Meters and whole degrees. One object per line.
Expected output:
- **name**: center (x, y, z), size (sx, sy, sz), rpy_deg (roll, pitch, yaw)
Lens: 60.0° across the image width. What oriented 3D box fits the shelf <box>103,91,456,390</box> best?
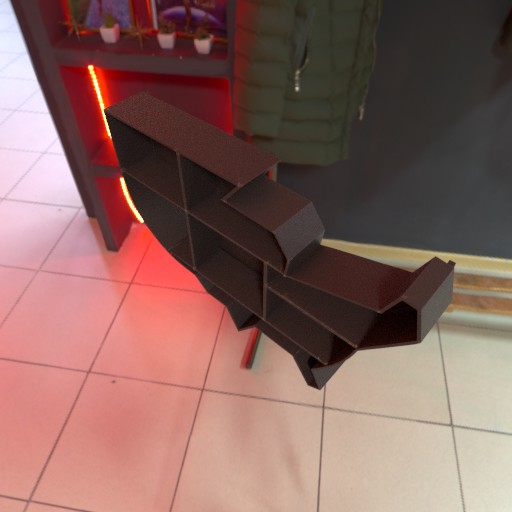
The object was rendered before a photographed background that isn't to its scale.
- **shelf**: center (0.000, 0.000, 0.913), size (0.729, 0.439, 0.112), rpy_deg (33, 54, 27)
